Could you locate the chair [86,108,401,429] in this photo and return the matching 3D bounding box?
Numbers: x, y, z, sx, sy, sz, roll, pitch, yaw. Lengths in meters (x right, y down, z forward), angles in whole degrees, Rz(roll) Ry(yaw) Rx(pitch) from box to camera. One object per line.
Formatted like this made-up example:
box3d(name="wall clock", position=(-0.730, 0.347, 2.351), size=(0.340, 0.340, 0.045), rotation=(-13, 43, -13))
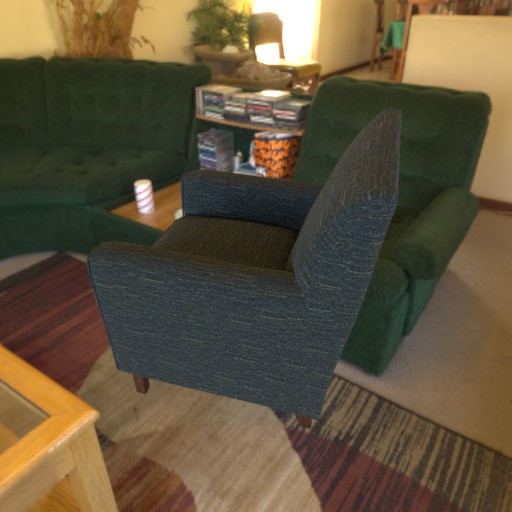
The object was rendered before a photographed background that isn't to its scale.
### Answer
box3d(name="chair", position=(0.000, 0.000, 1.624), size=(0.873, 0.928, 0.864), rotation=(8, 32, 14))
